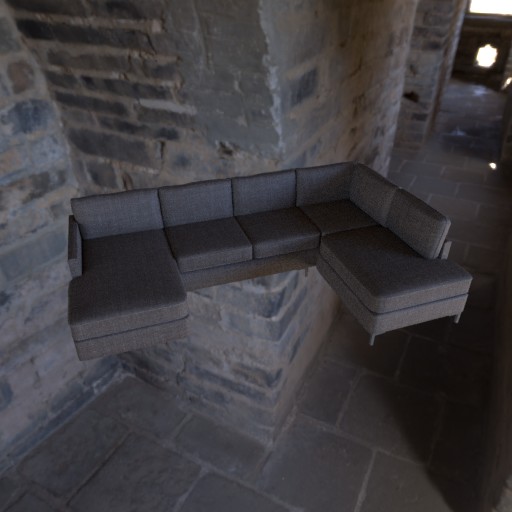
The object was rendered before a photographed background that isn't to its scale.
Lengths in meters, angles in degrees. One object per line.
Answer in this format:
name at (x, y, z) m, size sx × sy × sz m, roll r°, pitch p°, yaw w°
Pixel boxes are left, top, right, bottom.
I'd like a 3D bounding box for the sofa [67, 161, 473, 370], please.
sofa at (0.000, 0.000, 4.293) m, size 3.423 × 0.999 × 2.048 m, roll -10°, pitch 34°, yaw -16°
